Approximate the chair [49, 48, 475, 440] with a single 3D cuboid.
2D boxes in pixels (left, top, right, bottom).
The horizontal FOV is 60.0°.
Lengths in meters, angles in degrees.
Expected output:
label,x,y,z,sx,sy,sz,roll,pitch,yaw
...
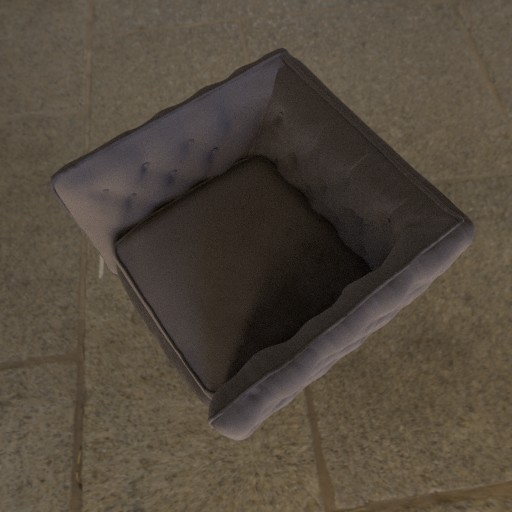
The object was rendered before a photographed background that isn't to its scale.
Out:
label,x,y,z,sx,sy,sz,roll,pitch,yaw
chair,0.000,0.000,1.598,0.913,0.807,0.946,-34,70,-15
